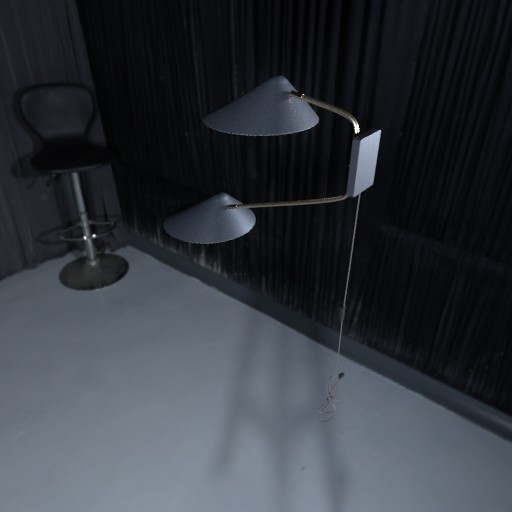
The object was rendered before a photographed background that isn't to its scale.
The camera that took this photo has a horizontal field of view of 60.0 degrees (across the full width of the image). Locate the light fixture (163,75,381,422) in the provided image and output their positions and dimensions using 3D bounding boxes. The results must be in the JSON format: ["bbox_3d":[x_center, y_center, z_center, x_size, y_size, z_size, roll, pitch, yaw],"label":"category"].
[{"bbox_3d":[0.000,0.000,0.858,0.422,0.665,0.189,23,39,32],"label":"light fixture"}]
